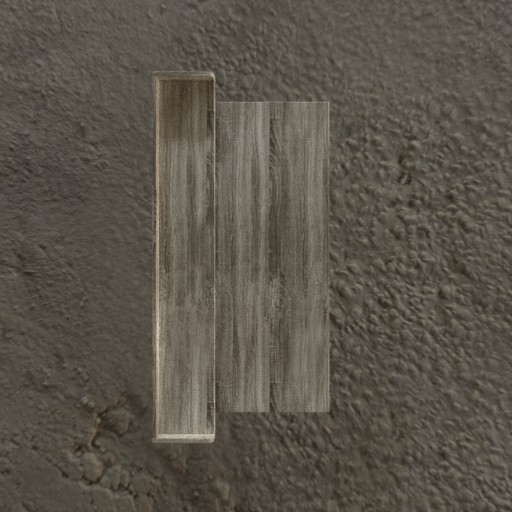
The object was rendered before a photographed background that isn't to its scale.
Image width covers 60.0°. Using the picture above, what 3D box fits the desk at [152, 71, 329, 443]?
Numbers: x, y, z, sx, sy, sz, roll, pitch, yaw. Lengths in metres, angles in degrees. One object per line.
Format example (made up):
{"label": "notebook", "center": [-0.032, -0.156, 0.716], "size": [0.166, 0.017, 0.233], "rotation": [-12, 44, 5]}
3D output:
{"label": "desk", "center": [0.000, 0.000, 1.668], "size": [0.605, 0.899, 1.135], "rotation": [0, 90, 0]}
